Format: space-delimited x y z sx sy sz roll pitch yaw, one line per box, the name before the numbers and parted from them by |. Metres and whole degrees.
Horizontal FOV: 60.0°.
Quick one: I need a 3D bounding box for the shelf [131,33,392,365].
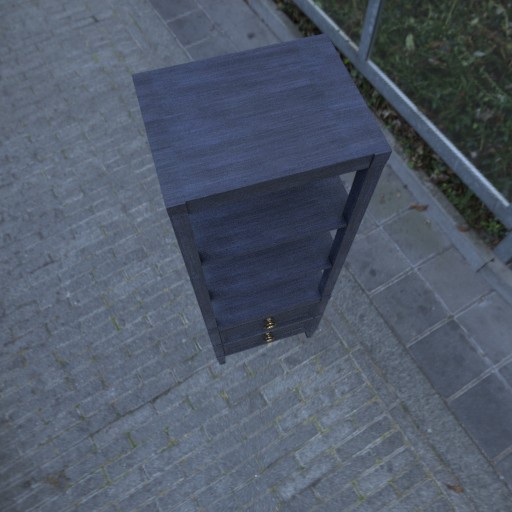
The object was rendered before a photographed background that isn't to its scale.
shelf | 0.000 0.000 1.953 0.584 1.727 0.472 -15 65 -8
